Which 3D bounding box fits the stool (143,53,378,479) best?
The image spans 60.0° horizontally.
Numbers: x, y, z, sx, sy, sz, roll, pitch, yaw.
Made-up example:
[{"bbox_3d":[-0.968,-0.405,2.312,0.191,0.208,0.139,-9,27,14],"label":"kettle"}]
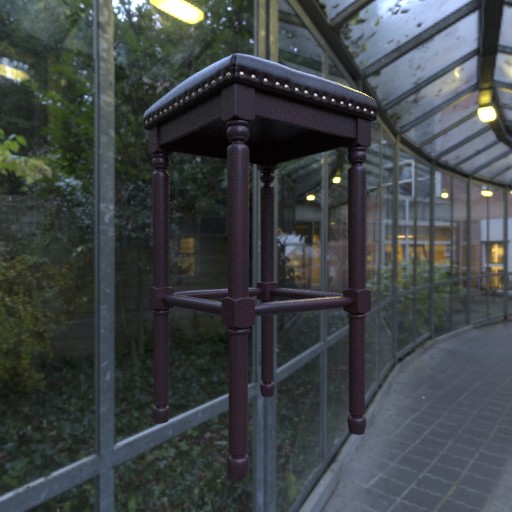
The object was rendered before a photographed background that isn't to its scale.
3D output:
[{"bbox_3d":[0.000,0.000,0.997,0.382,0.768,0.383,0,0,-37],"label":"stool"}]
